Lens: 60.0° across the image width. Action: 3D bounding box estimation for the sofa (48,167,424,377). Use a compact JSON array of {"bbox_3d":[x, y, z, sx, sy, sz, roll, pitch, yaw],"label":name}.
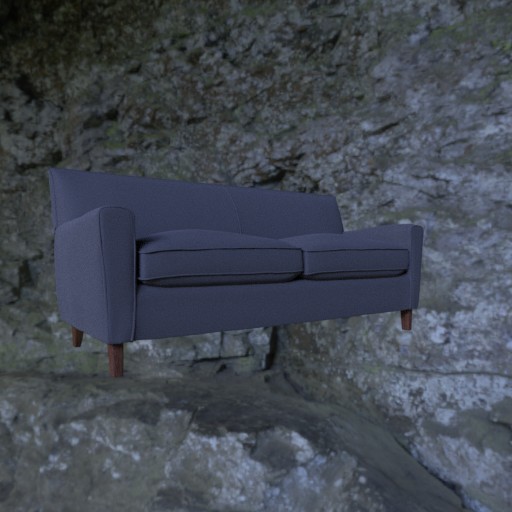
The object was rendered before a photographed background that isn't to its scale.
[{"bbox_3d":[0.000,0.000,2.479,2.002,0.907,0.843,0,0,-35],"label":"sofa"}]
